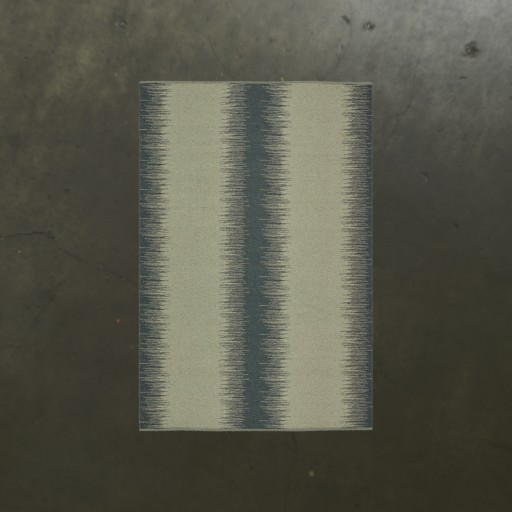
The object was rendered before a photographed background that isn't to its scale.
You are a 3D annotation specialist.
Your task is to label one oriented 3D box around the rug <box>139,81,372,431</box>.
[{"bbox_3d":[0.000,0.000,2.345,1.234,0.006,1.854,0,90,-1],"label":"rug"}]
